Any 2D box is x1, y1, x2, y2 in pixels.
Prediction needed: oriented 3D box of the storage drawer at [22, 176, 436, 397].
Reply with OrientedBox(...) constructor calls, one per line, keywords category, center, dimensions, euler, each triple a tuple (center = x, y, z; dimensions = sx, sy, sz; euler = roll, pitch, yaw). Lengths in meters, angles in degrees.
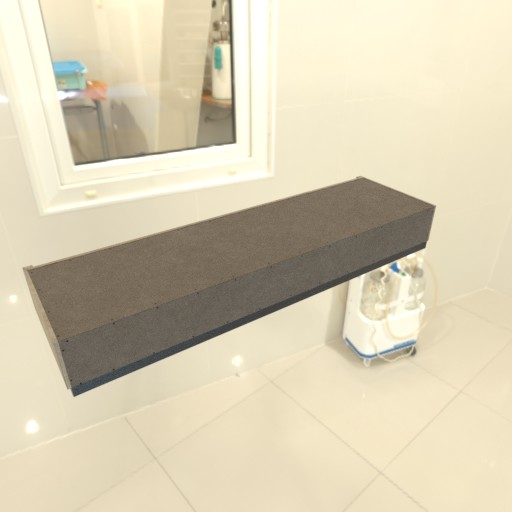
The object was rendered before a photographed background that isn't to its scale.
OrientedBox(category="storage drawer", center=(0.000, 0.000, 2.299), dimensions=(2.072, 0.274, 0.591), euler=(-19, 35, -29))
